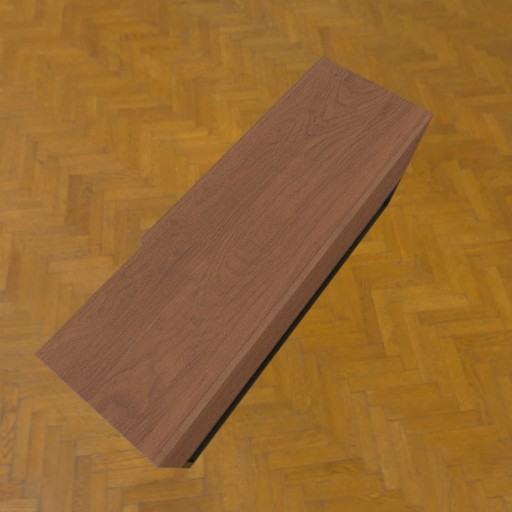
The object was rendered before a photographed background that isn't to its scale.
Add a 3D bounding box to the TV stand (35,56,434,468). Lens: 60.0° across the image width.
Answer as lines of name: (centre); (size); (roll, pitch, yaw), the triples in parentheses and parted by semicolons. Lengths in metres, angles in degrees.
TV stand: (0.000, 0.000, 1.393); (0.415, 0.500, 1.200); (35, 69, 15)
